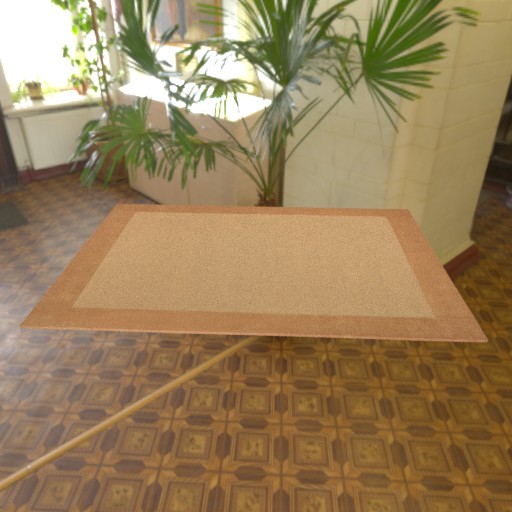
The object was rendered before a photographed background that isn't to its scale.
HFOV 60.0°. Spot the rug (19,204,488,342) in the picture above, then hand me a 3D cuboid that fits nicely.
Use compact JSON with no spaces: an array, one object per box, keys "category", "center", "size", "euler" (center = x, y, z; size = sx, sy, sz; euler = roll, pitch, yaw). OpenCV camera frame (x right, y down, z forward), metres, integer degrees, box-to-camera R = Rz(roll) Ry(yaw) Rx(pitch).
[{"category":"rug","center":[0.000,0.000,2.249],"size":[1.829,0.014,1.219],"euler":[1,30,2]}]
